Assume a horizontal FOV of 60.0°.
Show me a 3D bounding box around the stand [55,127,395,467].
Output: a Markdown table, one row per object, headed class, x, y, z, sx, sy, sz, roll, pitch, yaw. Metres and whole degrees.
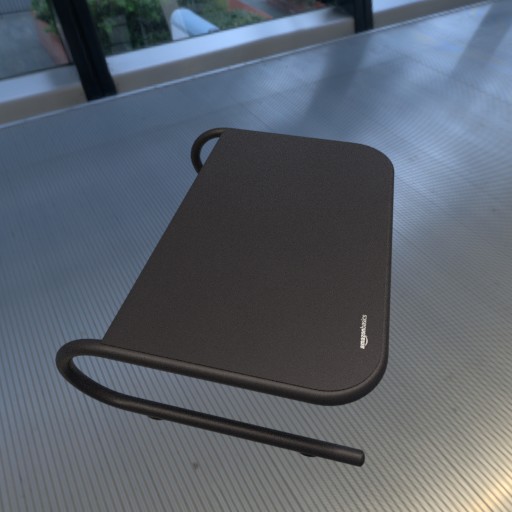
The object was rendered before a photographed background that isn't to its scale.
| class | x | y | z | sx | sy | sz | roll | pitch | yaw |
| --- | --- | --- | --- | --- | --- | --- | --- | --- | --- |
| stand | 0.000 | 0.000 | 0.499 | 0.280 | 0.108 | 0.370 | 10 | 46 | 10 |
